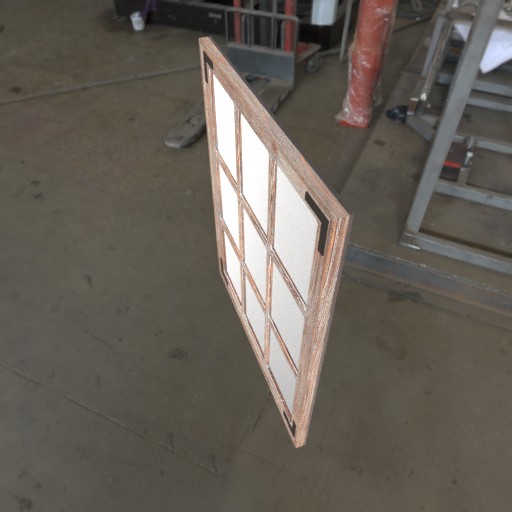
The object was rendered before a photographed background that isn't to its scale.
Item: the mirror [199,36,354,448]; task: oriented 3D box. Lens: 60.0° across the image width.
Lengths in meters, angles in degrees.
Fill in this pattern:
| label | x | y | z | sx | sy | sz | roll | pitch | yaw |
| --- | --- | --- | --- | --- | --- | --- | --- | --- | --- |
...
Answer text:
| label | x | y | z | sx | sy | sz | roll | pitch | yaw |
| --- | --- | --- | --- | --- | --- | --- | --- | --- | --- |
| mirror | 0.000 | 0.000 | 1.201 | 0.032 | 0.882 | 0.730 | -15 | 48 | -14 |
